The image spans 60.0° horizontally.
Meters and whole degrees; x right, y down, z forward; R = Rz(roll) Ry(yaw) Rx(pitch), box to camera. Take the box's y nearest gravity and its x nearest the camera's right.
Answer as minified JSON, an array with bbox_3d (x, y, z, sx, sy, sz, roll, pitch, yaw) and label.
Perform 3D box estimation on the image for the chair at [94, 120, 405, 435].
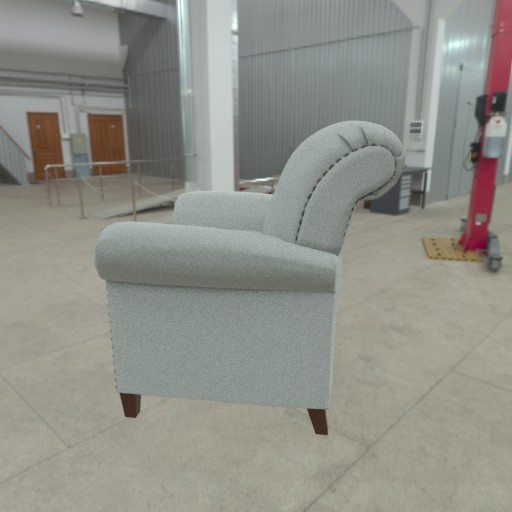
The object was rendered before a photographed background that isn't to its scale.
[{"bbox_3d":[0.000,0.000,1.598,0.890,0.927,0.854,2,16,8],"label":"chair"}]
